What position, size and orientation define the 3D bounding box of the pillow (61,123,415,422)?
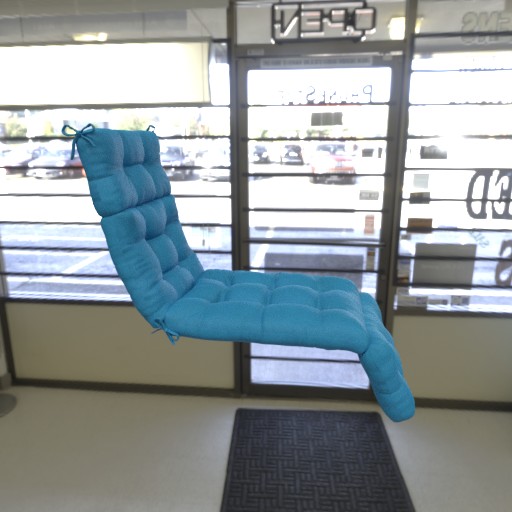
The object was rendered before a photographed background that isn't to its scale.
[{"bbox_3d":[0.000,0.000,1.488,1.016,0.863,0.526,2,15,8],"label":"pillow"}]
